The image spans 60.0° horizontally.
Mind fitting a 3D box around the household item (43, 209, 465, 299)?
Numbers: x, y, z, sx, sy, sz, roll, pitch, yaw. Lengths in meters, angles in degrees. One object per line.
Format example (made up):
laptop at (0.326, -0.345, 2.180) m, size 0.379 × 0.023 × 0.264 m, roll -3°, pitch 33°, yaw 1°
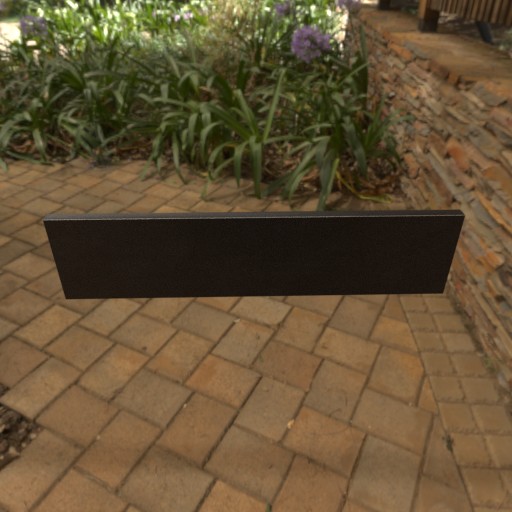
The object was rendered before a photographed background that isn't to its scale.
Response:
household item at (0.000, 0.000, 1.126) m, size 1.001 × 0.236 × 0.030 m, roll -1°, pitch 32°, yaw -1°
